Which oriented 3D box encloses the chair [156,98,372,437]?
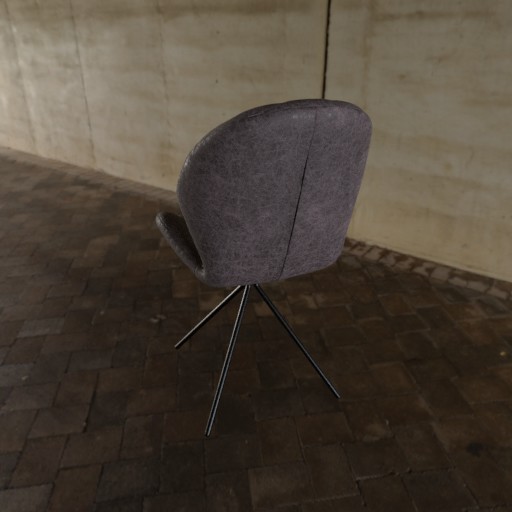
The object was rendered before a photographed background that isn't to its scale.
[{"bbox_3d":[0.000,0.000,1.299,0.527,0.934,0.640,-9,27,-18],"label":"chair"}]
